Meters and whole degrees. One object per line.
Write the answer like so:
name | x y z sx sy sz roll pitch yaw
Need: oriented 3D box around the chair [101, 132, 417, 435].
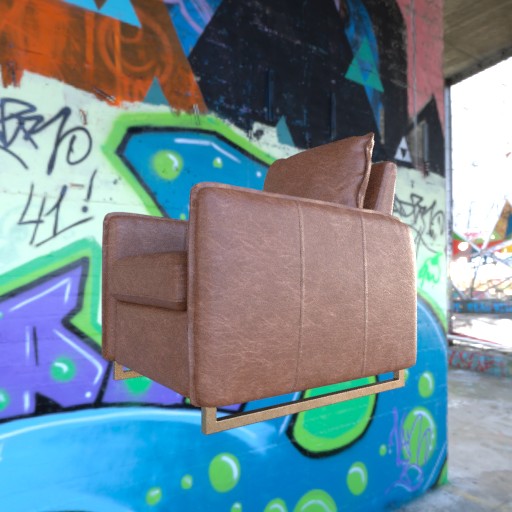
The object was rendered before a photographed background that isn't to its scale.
chair | 0.000 0.000 1.632 0.922 0.922 0.830 2 -3 -36
